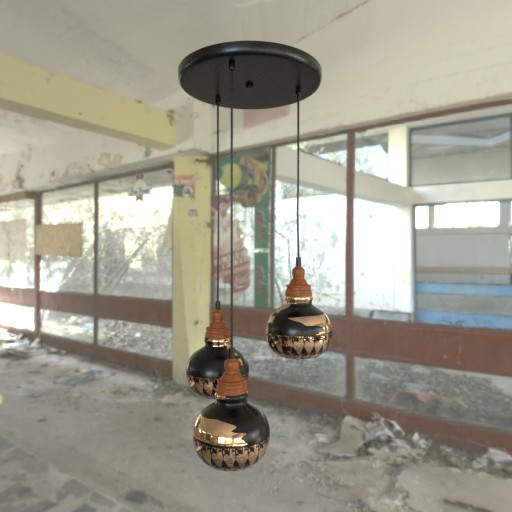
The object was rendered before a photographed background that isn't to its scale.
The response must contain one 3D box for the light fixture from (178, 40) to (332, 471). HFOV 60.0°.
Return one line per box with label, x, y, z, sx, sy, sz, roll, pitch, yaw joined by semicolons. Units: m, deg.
light fixture;0.000;0.000;1.736;0.605;1.410;0.608;0;-1;-17
